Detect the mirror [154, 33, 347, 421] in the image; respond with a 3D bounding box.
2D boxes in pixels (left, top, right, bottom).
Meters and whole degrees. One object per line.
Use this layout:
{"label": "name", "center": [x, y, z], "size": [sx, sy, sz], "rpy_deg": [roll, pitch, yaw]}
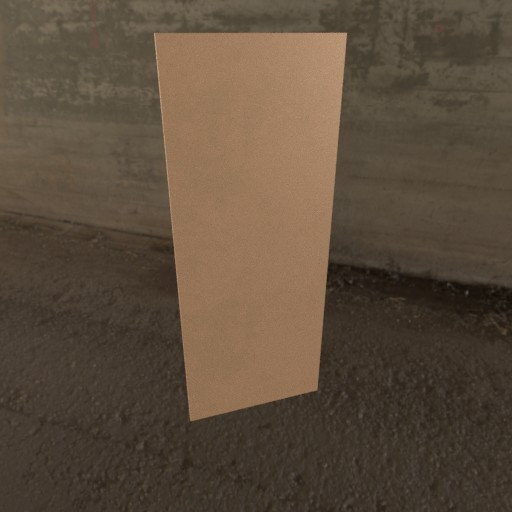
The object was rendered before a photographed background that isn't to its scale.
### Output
{"label": "mirror", "center": [0.000, 0.000, 2.259], "size": [0.812, 2.031, 0.026], "rpy_deg": [-8, 28, -16]}
